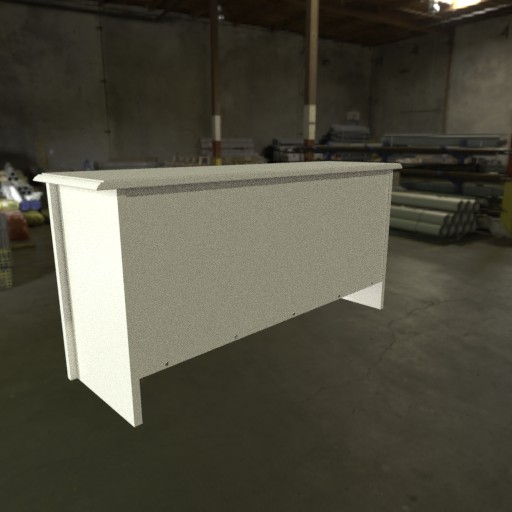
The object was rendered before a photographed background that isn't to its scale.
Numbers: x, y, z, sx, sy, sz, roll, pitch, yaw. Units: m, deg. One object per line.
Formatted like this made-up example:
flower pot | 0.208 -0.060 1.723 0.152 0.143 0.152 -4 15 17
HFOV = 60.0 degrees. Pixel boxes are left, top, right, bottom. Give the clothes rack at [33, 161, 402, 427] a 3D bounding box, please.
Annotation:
clothes rack | 0.000 0.000 1.351 1.120 0.531 0.324 -13 19 -43
